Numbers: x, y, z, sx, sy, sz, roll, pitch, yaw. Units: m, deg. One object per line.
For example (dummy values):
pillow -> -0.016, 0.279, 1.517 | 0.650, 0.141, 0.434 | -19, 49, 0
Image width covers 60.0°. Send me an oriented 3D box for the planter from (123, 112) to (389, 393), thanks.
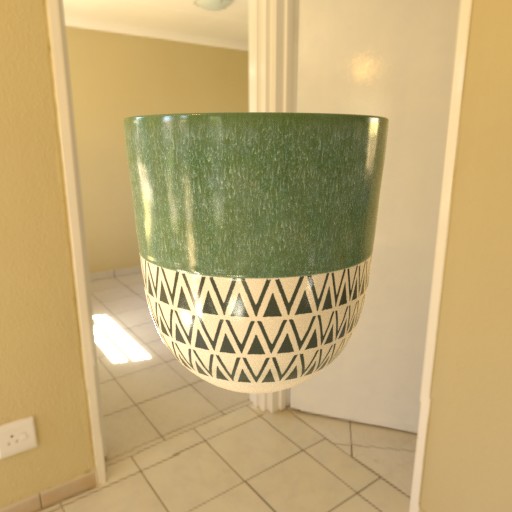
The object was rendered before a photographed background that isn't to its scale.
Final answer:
planter -> 0.000, 0.000, 0.365 | 0.195, 0.214, 0.195 | 0, 15, 0
